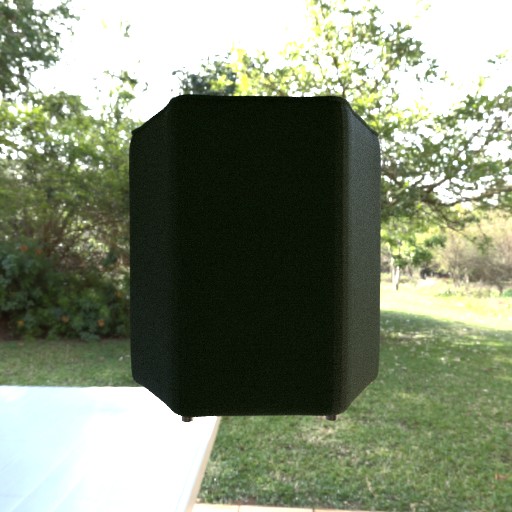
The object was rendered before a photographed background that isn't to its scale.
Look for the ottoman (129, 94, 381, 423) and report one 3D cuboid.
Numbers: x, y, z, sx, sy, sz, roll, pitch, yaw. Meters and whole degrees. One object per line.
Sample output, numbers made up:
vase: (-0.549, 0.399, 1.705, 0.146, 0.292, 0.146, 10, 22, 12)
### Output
ottoman: (0.000, 0.000, 0.882, 0.499, 0.507, 0.444, 0, 0, -2)
